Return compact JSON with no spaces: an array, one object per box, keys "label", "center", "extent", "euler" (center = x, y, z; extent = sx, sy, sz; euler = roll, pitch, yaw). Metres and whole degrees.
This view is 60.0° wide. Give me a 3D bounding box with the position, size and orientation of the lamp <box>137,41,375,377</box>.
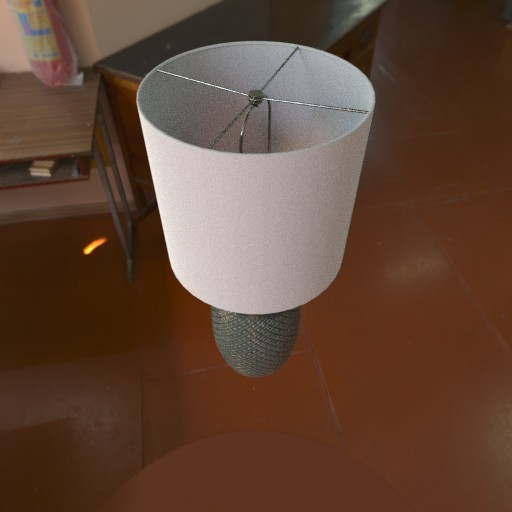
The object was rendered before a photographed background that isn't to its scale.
[{"label":"lamp","center":[0.000,0.000,0.573],"extent":[0.217,0.453,0.217],"euler":[17,49,16]}]
